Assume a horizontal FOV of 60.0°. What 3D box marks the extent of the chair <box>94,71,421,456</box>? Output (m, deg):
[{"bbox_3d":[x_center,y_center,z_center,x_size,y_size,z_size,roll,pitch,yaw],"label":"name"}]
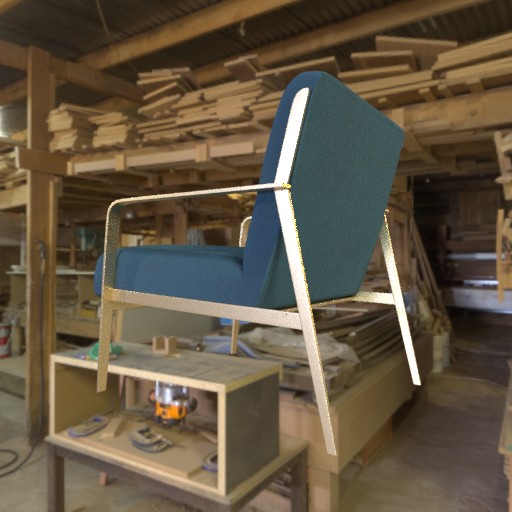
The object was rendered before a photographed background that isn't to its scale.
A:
[{"bbox_3d":[0.000,0.000,1.420,0.859,0.831,0.692,0,0,36],"label":"chair"}]
